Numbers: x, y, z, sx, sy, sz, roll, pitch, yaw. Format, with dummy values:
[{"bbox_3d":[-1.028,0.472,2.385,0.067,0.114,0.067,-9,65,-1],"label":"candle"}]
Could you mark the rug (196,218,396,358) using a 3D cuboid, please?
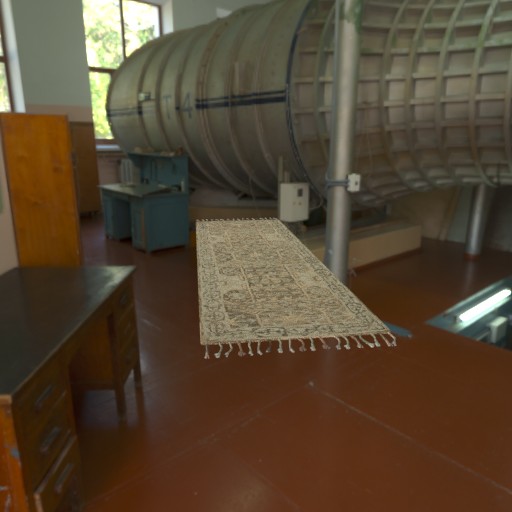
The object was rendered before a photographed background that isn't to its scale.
[{"bbox_3d":[0.000,0.000,2.896,0.762,0.011,2.664,-2,16,-8],"label":"rug"}]
